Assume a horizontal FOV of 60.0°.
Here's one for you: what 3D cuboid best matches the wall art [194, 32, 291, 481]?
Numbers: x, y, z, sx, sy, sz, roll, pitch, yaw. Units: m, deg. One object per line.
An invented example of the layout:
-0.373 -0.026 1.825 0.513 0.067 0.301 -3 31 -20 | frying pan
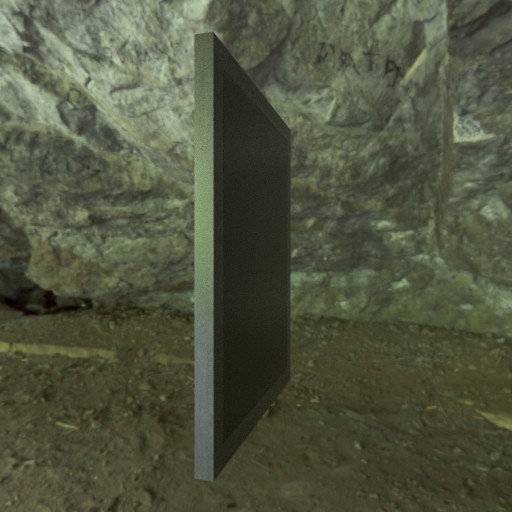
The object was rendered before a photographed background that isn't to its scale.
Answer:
0.000 0.000 0.805 0.027 0.580 0.479 0 1 16 | wall art
